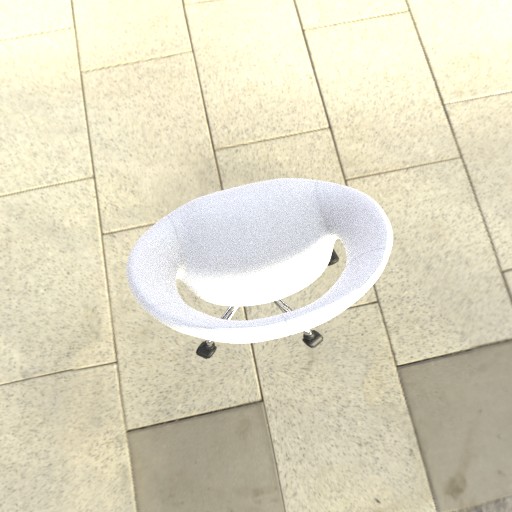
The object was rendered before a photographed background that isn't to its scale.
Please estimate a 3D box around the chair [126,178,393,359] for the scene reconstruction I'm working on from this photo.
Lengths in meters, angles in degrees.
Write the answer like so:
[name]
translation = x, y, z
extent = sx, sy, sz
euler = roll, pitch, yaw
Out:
[chair]
translation = 0.000, 0.000, 1.191
extent = 0.612, 0.791, 0.538
euler = -14, 77, -3
